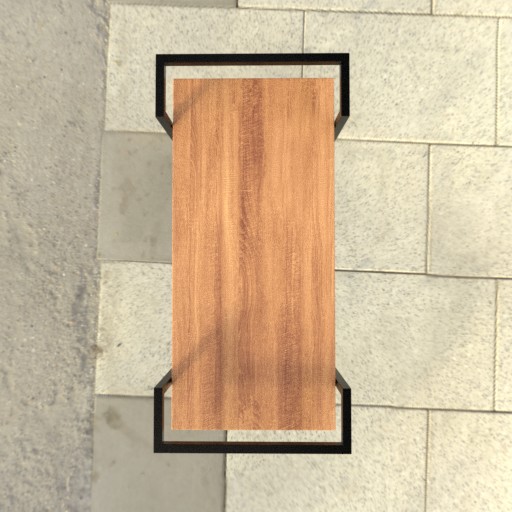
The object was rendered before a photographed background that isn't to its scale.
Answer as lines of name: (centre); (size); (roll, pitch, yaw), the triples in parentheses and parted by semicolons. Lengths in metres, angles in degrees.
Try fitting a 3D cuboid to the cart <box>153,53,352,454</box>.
cart: (0.000, 0.000, 1.273); (0.406, 0.762, 0.806); (0, 89, 1)
